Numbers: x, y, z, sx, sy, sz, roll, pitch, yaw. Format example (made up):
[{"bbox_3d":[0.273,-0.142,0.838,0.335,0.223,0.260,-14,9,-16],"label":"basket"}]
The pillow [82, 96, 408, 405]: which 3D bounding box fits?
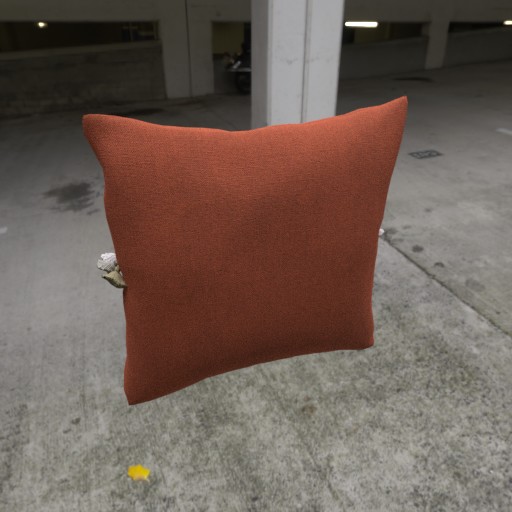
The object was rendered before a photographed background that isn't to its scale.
[{"bbox_3d":[0.000,0.000,0.726,0.490,0.482,0.165,-9,30,-16],"label":"pillow"}]
